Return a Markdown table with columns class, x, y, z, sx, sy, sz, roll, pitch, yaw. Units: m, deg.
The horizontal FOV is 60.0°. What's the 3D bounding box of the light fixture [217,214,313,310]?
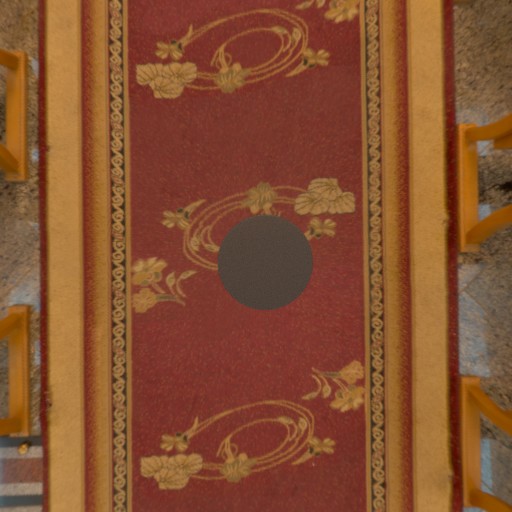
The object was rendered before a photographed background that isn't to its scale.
| class | x | y | z | sx | sy | sz | roll | pitch | yaw |
| --- | --- | --- | --- | --- | --- | --- | --- | --- | --- |
| light fixture | 0.000 | 0.000 | 1.263 | 0.178 | 1.181 | 0.178 | 0 | 91 | -1 |
